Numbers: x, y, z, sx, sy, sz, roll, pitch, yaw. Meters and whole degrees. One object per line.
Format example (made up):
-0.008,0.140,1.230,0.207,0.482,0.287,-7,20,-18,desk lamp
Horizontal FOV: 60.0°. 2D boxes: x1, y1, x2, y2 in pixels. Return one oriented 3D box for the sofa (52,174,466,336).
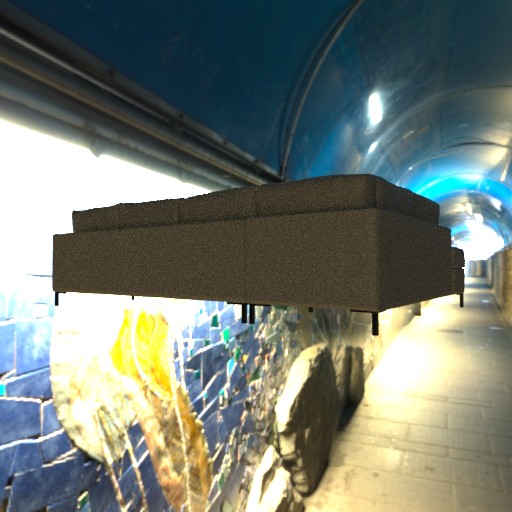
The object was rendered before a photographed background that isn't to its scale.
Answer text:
0.000,0.000,3.095,2.423,0.703,1.617,-1,-2,36,sofa
